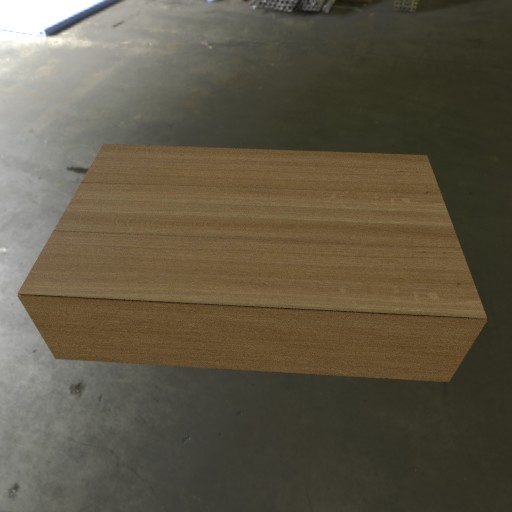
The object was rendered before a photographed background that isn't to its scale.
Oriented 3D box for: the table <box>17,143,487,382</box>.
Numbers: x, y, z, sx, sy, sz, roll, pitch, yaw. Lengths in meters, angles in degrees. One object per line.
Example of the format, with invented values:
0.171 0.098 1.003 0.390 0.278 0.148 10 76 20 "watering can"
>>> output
0.000 0.000 1.403 1.110 0.353 0.678 3 46 3 "table"
